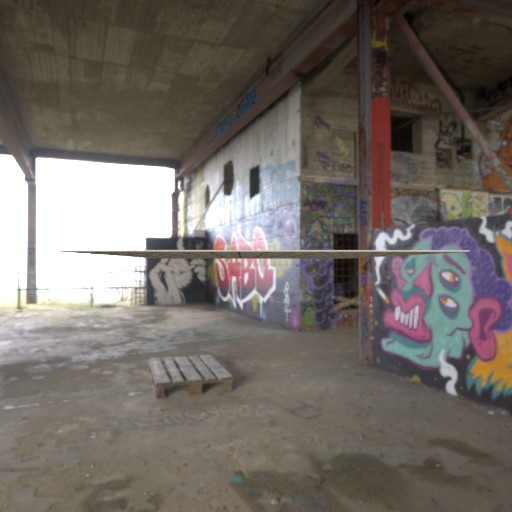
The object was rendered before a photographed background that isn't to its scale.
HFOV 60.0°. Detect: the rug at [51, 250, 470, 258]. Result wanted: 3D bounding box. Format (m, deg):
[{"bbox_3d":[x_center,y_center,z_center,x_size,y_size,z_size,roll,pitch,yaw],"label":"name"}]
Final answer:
[{"bbox_3d":[0.000,0.000,3.980,2.330,0.010,3.061,0,-1,-2],"label":"rug"}]
